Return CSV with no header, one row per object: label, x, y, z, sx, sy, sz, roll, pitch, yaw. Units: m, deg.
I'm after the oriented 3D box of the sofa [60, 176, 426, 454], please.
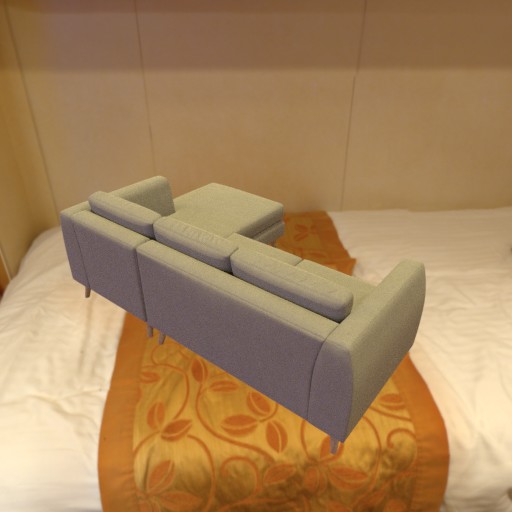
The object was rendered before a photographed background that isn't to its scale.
sofa,0.000,0.000,3.104,2.300,0.860,1.580,22,37,32
